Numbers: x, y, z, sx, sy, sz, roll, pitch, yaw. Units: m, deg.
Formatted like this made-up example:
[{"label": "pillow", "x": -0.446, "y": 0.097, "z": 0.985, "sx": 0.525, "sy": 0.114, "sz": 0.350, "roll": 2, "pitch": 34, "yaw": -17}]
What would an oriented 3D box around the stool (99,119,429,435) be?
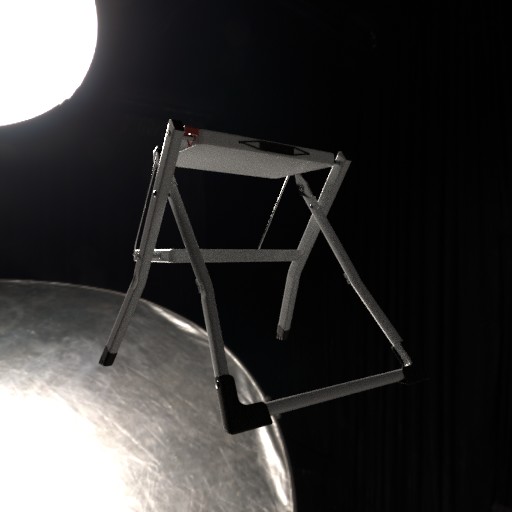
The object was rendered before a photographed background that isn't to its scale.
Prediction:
[{"label": "stool", "x": 0.000, "y": 0.000, "z": 0.874, "sx": 0.485, "sy": 0.445, "sz": 0.490, "roll": 0, "pitch": 1, "yaw": -36}]
